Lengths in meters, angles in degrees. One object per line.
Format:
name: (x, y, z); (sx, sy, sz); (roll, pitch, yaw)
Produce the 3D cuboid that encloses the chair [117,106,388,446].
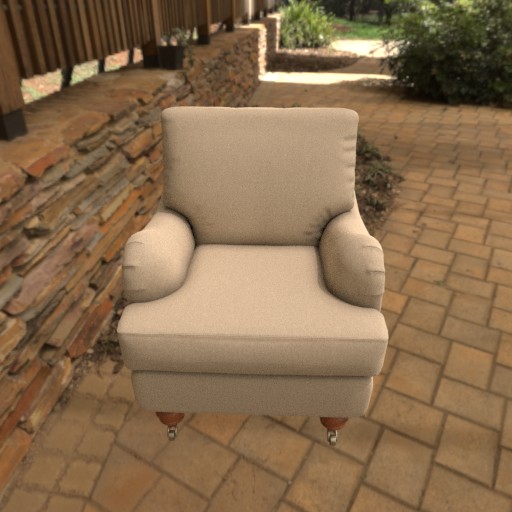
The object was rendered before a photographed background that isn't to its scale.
chair: (0.000, 0.000, 1.822); (0.895, 1.076, 1.078); (1, 31, 2)
